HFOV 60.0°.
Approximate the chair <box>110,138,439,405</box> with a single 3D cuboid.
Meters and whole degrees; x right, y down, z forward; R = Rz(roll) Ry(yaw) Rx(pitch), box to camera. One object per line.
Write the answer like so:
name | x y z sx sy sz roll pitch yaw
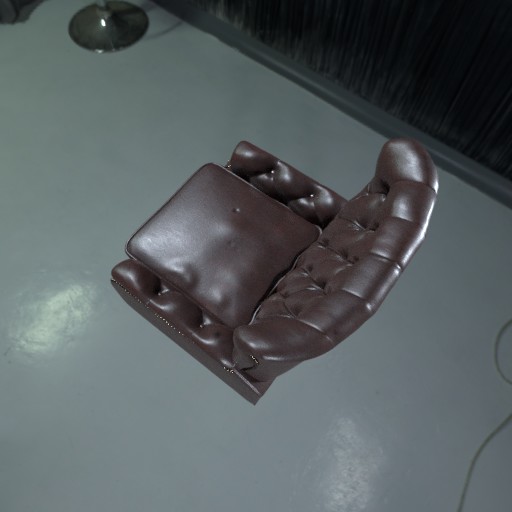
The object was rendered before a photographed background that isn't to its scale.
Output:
chair | 0.000 0.000 1.464 0.823 0.864 0.709 34 68 16
